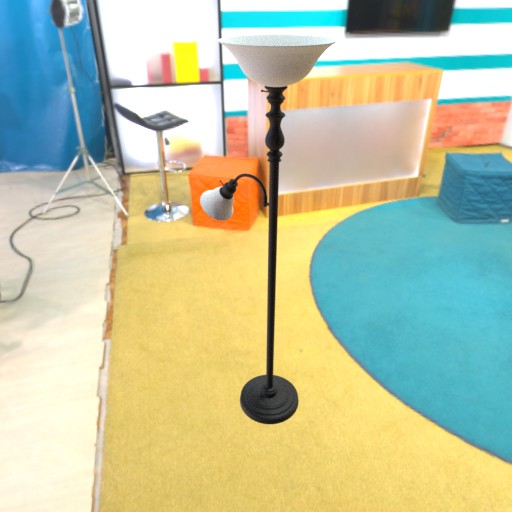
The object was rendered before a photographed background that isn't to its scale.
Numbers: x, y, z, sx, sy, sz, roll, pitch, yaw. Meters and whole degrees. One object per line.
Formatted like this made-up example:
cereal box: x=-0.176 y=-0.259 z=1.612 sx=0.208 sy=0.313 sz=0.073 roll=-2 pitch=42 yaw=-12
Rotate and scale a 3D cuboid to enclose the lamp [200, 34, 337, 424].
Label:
lamp: x=0.000 y=0.000 z=2.026 sx=0.588 sy=1.793 sz=0.405 roll=22 pitch=37 yaw=32
